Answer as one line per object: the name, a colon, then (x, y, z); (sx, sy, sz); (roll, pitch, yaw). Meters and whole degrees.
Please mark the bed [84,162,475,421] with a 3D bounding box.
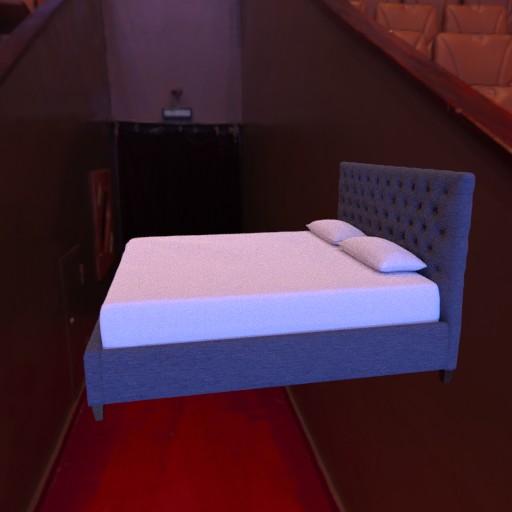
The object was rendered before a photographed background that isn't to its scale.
bed: (0.000, 0.000, 3.615); (2.387, 1.427, 2.078); (-3, 14, -11)
